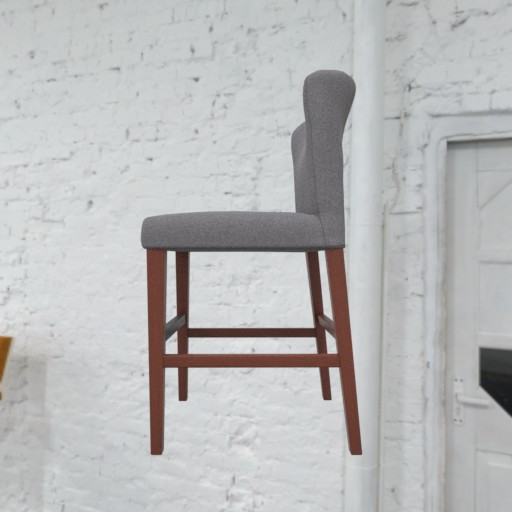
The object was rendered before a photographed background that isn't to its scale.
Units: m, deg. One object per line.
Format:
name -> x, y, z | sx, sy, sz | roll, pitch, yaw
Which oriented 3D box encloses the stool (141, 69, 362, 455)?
stool -> 0.000, 0.000, 1.295 | 0.568, 0.968, 0.481 | 0, 0, 0
